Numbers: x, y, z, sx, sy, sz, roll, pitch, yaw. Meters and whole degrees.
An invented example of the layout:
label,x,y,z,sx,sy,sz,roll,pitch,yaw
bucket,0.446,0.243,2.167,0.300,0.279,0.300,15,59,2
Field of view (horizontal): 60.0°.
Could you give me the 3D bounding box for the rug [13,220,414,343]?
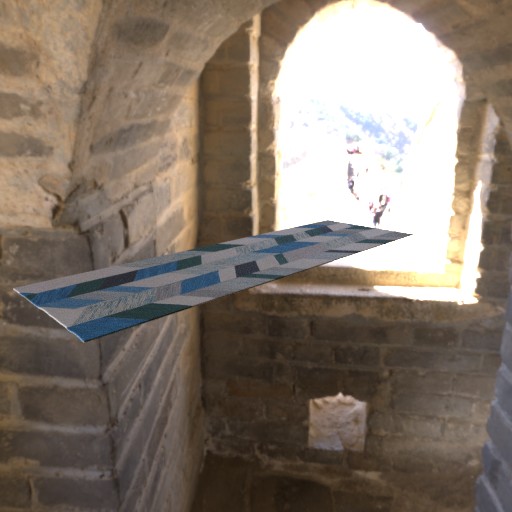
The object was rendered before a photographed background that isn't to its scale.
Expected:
label,x,y,z,sx,sy,sz,roll,pitch,yaw
rug,0.000,0.000,2.633,2.437,0.008,0.774,-15,21,-42
